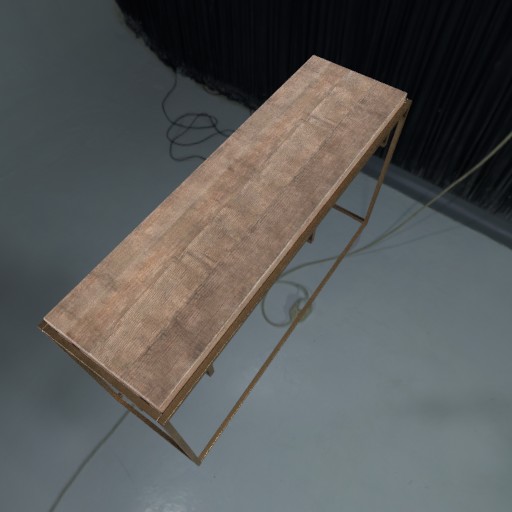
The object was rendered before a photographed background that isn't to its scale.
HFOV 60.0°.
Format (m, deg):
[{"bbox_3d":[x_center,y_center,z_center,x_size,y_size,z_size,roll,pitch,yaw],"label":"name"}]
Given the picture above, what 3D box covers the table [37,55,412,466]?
[{"bbox_3d":[0.000,0.000,1.727,0.440,0.820,1.400,31,63,18],"label":"table"}]
